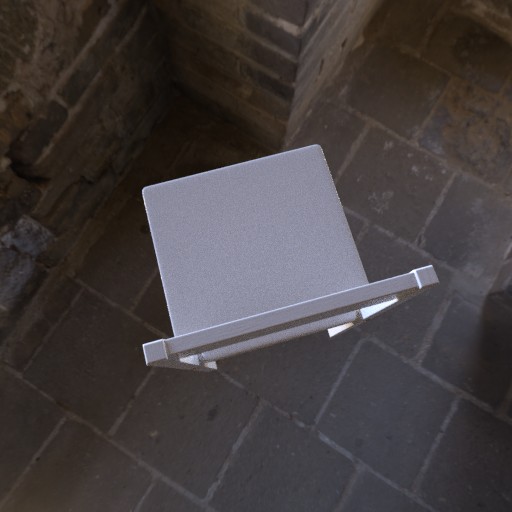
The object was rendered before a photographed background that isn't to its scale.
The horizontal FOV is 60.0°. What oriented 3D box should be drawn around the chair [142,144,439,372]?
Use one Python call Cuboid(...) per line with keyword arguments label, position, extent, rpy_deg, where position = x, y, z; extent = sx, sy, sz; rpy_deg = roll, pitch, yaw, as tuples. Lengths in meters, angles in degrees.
Cuboid(label="chair", position=(0.000, 0.000, 0.879), extent=(0.367, 0.668, 0.361), rpy_deg=(-15, 75, -4))
